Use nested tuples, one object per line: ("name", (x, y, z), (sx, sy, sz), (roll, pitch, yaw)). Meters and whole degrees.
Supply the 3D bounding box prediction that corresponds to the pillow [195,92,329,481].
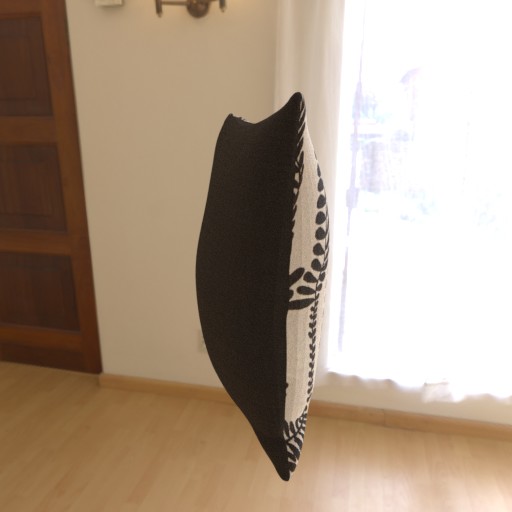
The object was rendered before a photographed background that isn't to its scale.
("pillow", (0.000, 0.000, 0.674), (0.182, 0.441, 0.440), (-3, 16, -12))
